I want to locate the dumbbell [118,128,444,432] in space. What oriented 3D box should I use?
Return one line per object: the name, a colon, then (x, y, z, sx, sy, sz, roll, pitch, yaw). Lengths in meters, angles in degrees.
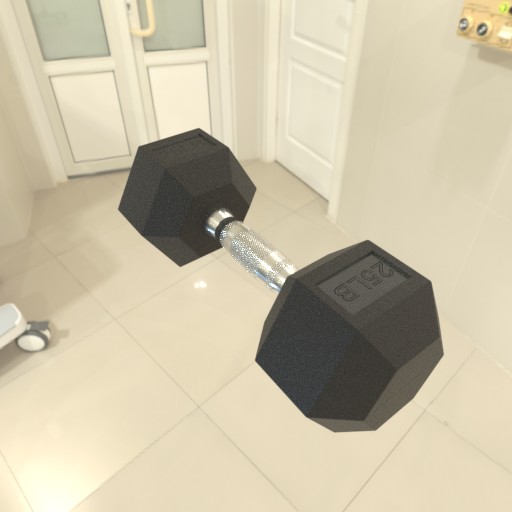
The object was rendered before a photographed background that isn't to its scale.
dumbbell: (0.000, 0.000, 0.375, 0.129, 0.113, 0.315, -26, 47, -27)
